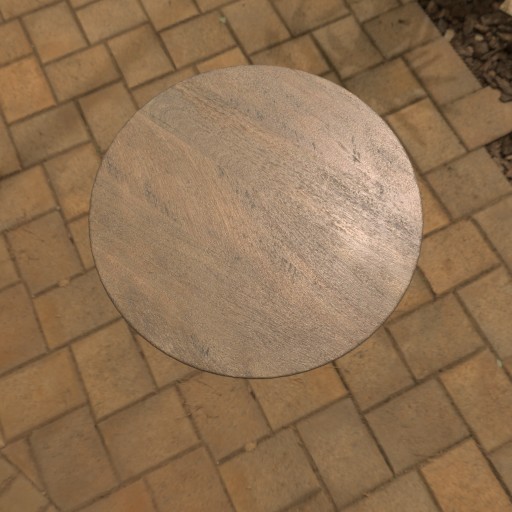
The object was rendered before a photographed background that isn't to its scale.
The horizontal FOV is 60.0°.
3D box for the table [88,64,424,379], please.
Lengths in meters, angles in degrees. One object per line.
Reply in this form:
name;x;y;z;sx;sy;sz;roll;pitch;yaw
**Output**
table;0.000;0.000;0.754;0.405;0.454;0.405;0;74;0
